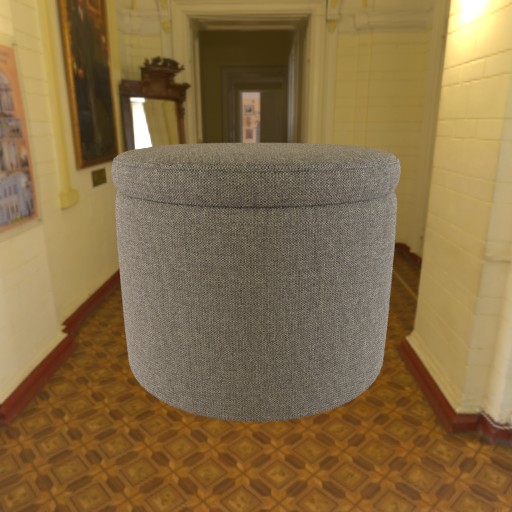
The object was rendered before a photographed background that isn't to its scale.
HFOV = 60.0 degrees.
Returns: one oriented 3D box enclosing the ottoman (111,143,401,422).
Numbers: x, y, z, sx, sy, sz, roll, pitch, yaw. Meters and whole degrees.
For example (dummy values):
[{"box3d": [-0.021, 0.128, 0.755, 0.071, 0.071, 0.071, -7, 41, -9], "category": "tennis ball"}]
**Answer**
[{"box3d": [0.000, 0.000, 0.880, 0.520, 0.430, 0.520, 0, 16, 0], "category": "ottoman"}]
